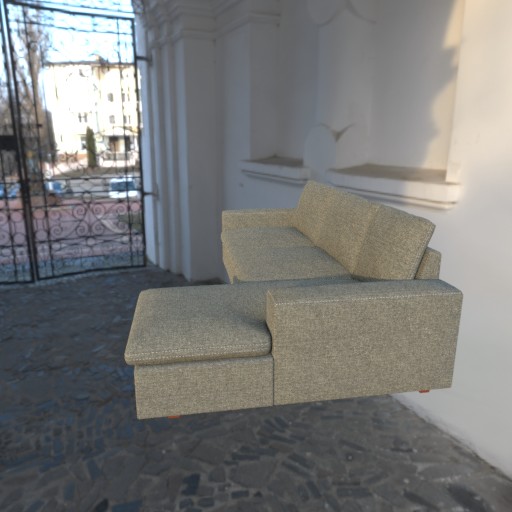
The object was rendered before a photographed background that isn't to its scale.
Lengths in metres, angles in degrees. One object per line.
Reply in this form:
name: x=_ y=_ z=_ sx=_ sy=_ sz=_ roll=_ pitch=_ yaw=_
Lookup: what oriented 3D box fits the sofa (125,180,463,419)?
sofa: x=0.000 y=0.000 z=3.436 sx=1.689 sy=0.940 sz=2.718 roll=-3 pitch=15 yaw=-9
